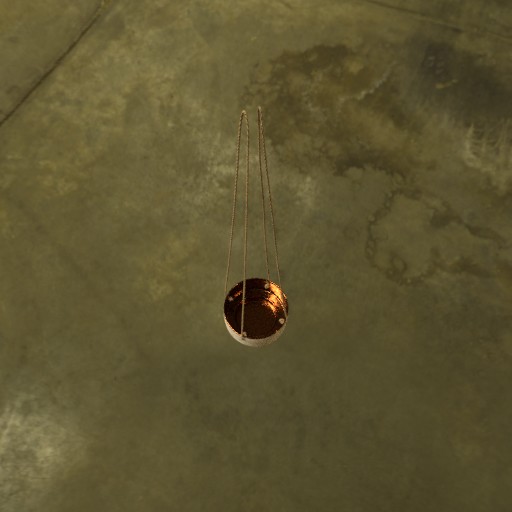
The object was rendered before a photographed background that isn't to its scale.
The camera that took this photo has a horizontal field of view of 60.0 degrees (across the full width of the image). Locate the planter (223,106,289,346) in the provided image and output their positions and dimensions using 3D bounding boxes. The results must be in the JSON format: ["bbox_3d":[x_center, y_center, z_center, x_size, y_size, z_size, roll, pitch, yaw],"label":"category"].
[{"bbox_3d":[0.000,0.000,1.154,0.223,1.030,0.223,-19,65,-9],"label":"planter"}]
